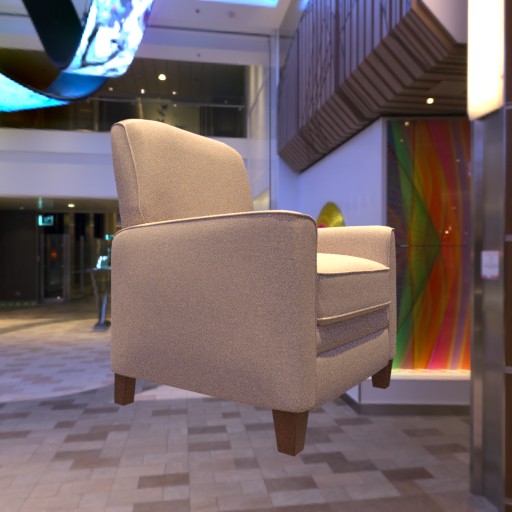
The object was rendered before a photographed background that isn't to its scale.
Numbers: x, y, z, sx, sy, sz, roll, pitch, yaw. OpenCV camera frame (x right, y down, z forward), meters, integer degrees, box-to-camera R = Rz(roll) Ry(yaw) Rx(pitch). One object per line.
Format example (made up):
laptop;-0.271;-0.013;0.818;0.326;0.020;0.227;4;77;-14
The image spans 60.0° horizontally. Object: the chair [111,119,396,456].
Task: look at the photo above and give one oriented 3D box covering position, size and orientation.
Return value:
chair;0.000;0.000;1.648;0.858;1.023;0.841;0;0;35
